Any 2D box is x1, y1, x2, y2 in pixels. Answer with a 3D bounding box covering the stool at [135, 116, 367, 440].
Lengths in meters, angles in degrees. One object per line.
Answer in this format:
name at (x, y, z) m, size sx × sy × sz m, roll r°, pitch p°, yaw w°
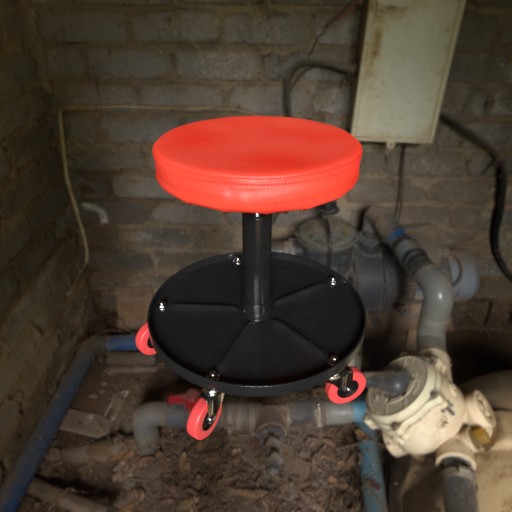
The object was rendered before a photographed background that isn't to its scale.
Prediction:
stool at (0.000, 0.000, 0.680) m, size 0.381 × 0.365 × 0.382 m, roll -21°, pitch 37°, yaw -31°
